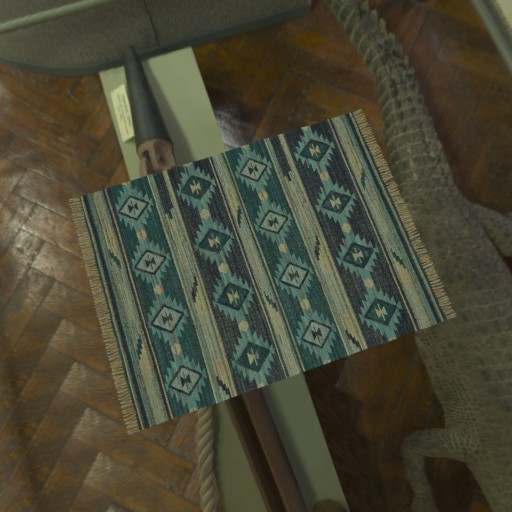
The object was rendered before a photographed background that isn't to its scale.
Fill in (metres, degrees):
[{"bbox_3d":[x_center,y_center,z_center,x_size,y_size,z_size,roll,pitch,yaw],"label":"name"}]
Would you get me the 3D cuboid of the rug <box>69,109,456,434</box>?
[{"bbox_3d":[0.000,0.000,4.432,3.307,0.047,2.418,-18,76,-5],"label":"rug"}]
